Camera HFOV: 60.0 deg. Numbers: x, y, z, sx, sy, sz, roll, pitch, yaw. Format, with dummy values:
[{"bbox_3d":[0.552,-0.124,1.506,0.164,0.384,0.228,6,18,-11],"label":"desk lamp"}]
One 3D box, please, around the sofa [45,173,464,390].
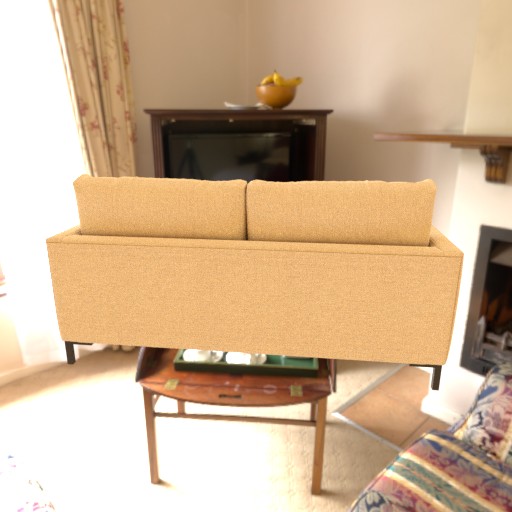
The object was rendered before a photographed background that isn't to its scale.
[{"bbox_3d":[0.000,0.000,2.128,1.651,0.812,0.839,2,17,7],"label":"sofa"}]
